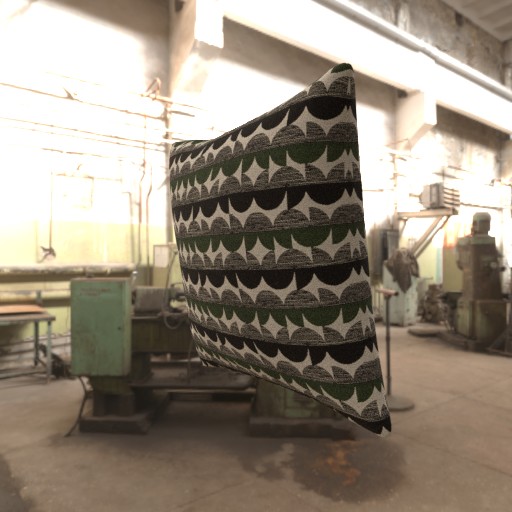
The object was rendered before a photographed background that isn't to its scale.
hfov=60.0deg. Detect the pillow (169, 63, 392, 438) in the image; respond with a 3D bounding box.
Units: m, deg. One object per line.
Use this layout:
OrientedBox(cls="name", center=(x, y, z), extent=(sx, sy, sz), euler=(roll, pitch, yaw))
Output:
OrientedBox(cls="pillow", center=(0.000, 0.000, 0.635), extent=(0.180, 0.404, 0.419), euler=(0, 0, -36))
